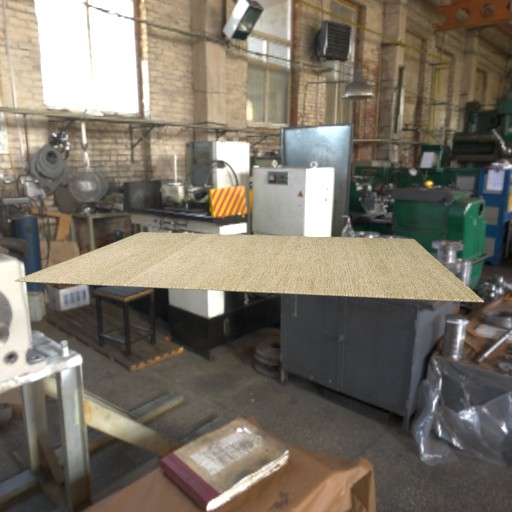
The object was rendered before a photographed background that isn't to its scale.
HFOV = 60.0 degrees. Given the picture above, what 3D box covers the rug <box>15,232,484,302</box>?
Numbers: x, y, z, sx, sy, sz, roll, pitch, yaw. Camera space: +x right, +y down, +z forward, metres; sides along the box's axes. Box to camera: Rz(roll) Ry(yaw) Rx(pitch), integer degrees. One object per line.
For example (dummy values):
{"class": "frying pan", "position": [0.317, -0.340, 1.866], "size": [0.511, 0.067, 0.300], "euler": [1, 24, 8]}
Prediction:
{"class": "rug", "position": [0.000, 0.000, 4.996], "size": [3.935, 0.025, 2.782], "euler": [2, 12, 9]}
